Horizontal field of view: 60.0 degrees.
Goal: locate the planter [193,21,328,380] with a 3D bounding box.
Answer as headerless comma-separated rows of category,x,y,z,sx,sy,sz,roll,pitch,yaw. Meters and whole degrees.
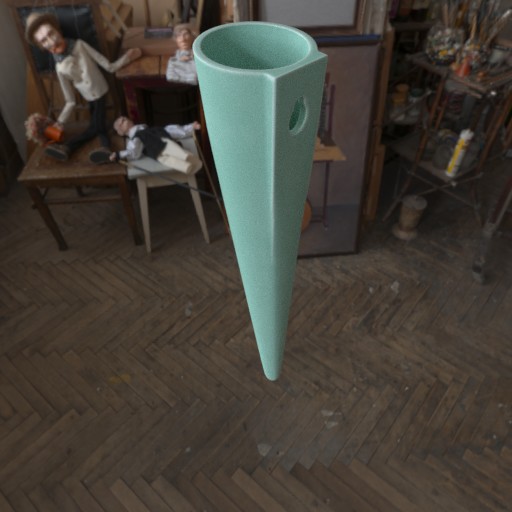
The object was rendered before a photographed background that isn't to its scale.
planter,0.000,0.000,0.289,0.054,0.268,0.055,-35,56,-28
